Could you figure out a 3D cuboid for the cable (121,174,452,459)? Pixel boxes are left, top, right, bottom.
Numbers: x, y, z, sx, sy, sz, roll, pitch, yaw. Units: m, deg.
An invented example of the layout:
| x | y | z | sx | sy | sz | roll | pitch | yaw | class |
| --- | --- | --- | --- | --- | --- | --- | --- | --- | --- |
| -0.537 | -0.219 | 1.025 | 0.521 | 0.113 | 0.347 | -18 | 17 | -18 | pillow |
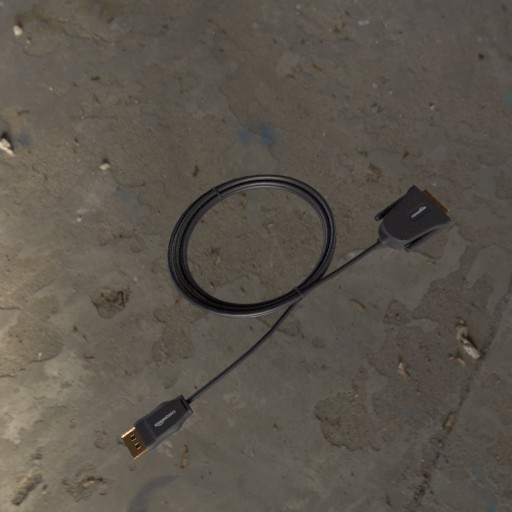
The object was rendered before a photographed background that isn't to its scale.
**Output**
| x | y | z | sx | sy | sz | roll | pitch | yaw | class |
| --- | --- | --- | --- | --- | --- | --- | --- | --- | --- |
| 0.000 | 0.000 | 0.328 | 0.281 | 0.015 | 0.136 | -34 | 69 | -15 | cable |
